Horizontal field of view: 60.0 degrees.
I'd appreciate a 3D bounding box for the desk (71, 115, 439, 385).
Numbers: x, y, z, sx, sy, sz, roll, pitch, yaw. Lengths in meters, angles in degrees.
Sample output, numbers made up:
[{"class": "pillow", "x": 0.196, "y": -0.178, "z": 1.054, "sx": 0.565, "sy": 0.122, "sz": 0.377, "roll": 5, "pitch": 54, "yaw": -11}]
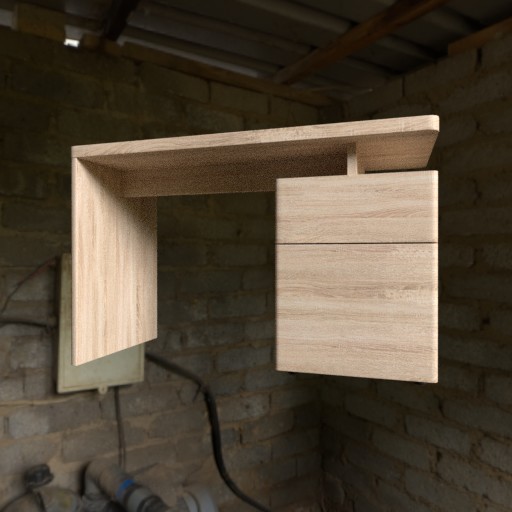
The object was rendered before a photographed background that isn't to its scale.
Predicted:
[{"class": "desk", "x": 0.000, "y": 0.000, "z": 1.625, "sx": 1.200, "sy": 0.760, "sz": 0.550, "roll": 0, "pitch": 0, "yaw": 17}]
